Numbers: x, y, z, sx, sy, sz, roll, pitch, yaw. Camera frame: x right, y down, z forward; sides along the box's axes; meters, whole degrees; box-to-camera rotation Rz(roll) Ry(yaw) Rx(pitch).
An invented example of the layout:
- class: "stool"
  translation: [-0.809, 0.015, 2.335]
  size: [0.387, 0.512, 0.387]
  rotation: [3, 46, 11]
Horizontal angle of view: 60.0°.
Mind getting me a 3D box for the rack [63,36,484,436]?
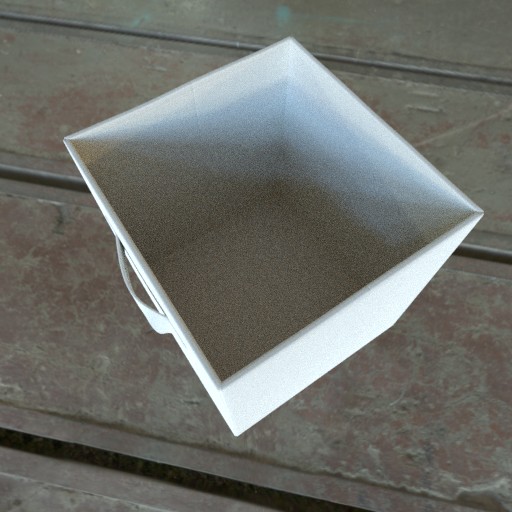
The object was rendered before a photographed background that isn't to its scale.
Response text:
- class: "rack"
  translation: [0.000, 0.000, 0.495]
  size: [0.270, 0.280, 0.270]
  rotation: [-31, 66, -15]
